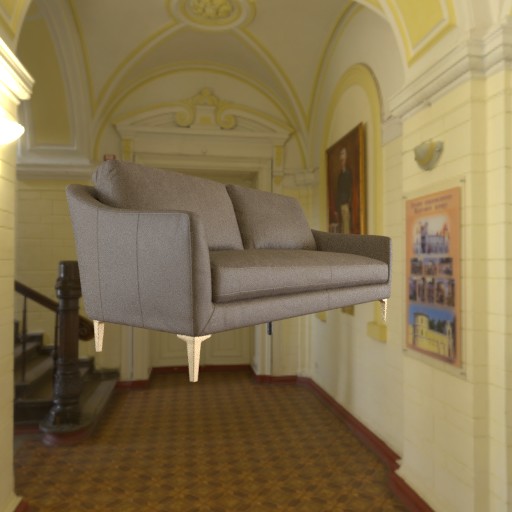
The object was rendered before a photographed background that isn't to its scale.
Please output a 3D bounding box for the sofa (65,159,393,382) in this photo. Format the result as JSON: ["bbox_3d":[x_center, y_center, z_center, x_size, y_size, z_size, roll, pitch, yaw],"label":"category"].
[{"bbox_3d":[0.000,0.000,2.585,0.960,0.902,2.036,0,-1,36],"label":"sofa"}]
